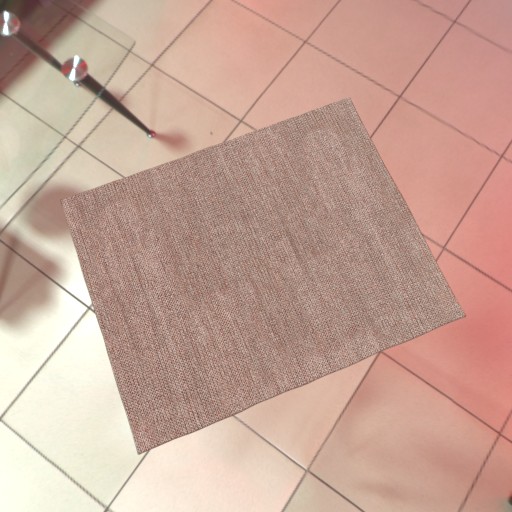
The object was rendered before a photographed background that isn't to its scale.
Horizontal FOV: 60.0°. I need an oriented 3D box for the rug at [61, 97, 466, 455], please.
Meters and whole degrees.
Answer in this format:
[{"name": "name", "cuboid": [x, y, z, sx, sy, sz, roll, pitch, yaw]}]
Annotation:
[{"name": "rug", "cuboid": [0.000, 0.000, 4.070, 3.052, 0.030, 2.429, -21, 75, -6]}]
